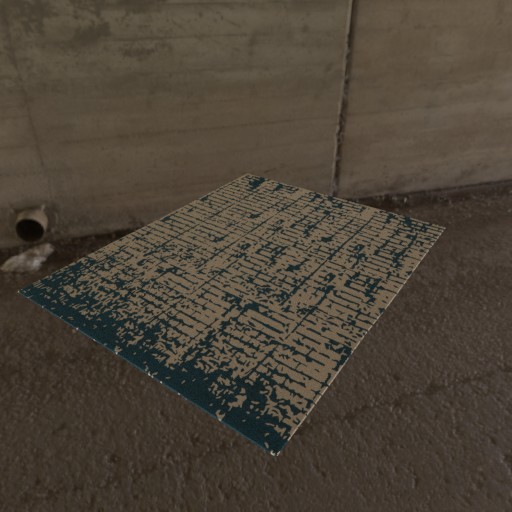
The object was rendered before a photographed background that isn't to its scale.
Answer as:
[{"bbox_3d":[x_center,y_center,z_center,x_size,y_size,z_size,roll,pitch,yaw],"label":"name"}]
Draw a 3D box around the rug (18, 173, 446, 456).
[{"bbox_3d":[0.000,0.000,3.901,2.416,0.014,3.017,21,38,30],"label":"rug"}]
